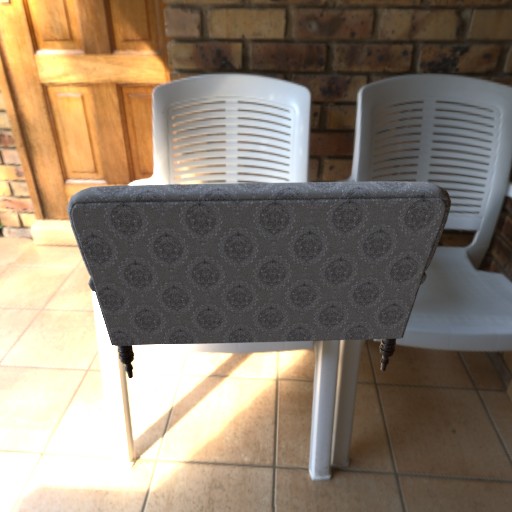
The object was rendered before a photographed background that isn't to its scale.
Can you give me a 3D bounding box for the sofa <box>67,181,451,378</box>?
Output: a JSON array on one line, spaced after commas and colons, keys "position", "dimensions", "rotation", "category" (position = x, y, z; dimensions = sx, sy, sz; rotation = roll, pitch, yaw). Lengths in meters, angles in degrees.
[{"position": [0.000, 0.000, 1.877], "dimensions": [1.297, 0.889, 0.779], "rotation": [-1, 30, -2], "category": "sofa"}]
